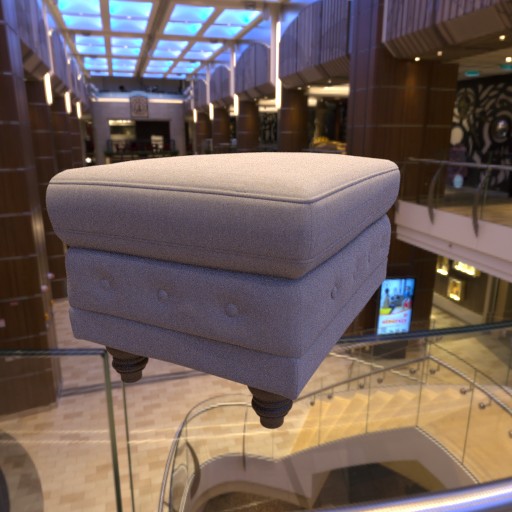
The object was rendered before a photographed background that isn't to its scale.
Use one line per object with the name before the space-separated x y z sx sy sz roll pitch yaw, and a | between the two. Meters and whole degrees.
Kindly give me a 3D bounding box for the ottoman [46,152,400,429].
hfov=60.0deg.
ottoman | 0.000 0.000 1.118 0.569 0.500 0.771 8 17 26
